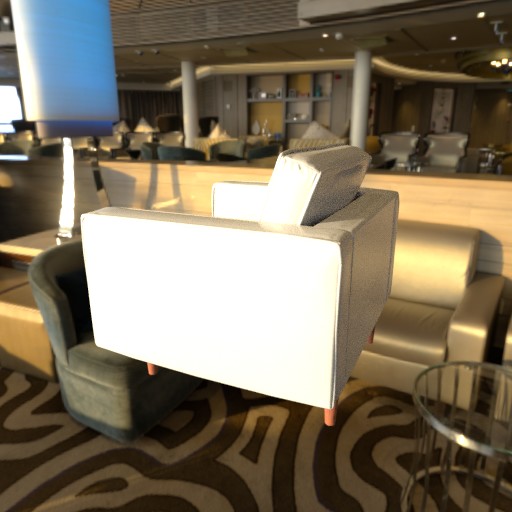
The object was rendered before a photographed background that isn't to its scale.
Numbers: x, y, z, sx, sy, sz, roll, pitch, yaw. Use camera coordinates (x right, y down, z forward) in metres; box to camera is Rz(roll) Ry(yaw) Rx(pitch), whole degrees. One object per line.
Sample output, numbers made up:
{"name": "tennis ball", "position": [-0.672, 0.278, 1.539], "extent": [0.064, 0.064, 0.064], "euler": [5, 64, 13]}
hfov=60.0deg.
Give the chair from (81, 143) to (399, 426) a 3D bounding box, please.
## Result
{"name": "chair", "position": [0.000, 0.000, 1.577], "extent": [0.843, 0.773, 0.928], "euler": [8, 18, 24]}
